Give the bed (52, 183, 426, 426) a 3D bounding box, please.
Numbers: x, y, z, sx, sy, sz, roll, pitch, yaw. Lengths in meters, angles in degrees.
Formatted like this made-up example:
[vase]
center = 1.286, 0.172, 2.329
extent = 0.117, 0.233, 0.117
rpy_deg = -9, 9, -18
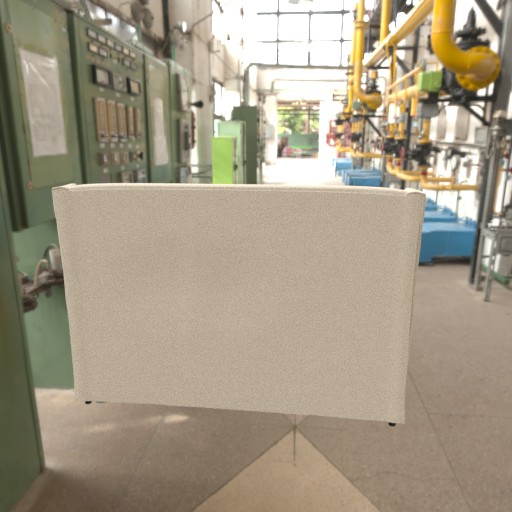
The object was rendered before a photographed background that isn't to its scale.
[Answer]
[bed]
center = 0.000, 0.000, 3.453
extent = 1.925, 1.332, 2.276
rpy_deg = 2, 15, 7
